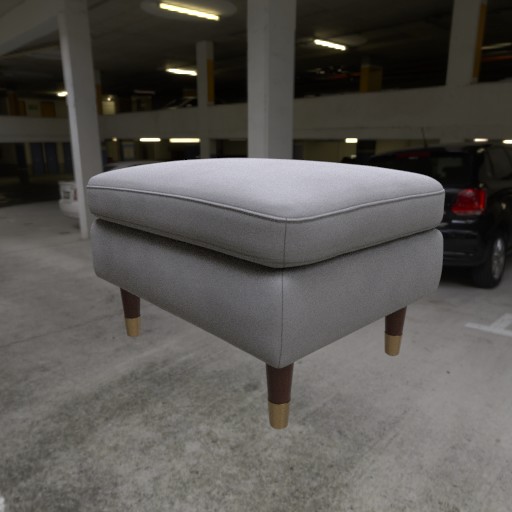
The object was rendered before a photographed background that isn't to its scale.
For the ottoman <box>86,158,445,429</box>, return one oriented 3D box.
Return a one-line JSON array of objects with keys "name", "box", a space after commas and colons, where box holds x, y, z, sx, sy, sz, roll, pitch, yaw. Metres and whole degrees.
[{"name": "ottoman", "box": [0.000, 0.000, 1.118, 0.593, 0.478, 0.747, -14, 20, -42]}]
